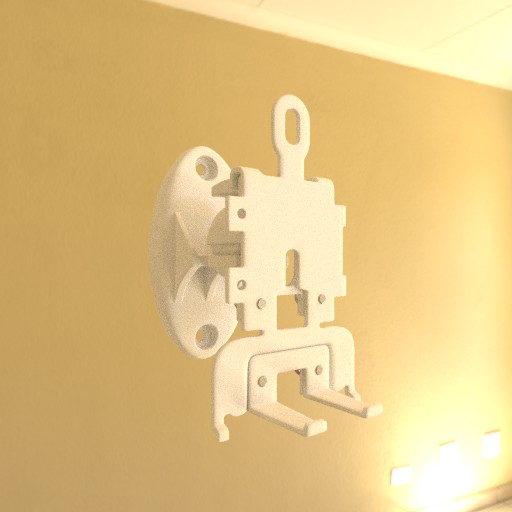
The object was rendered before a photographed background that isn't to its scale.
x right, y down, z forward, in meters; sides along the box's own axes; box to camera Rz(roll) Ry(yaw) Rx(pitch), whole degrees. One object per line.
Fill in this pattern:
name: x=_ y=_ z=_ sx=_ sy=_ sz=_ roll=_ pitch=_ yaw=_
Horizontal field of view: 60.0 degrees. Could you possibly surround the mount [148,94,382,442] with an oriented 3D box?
mount: x=0.000 y=0.000 z=0.181 sx=0.066 sy=0.118 sz=0.100 roll=0 pitch=0 yaw=-35
